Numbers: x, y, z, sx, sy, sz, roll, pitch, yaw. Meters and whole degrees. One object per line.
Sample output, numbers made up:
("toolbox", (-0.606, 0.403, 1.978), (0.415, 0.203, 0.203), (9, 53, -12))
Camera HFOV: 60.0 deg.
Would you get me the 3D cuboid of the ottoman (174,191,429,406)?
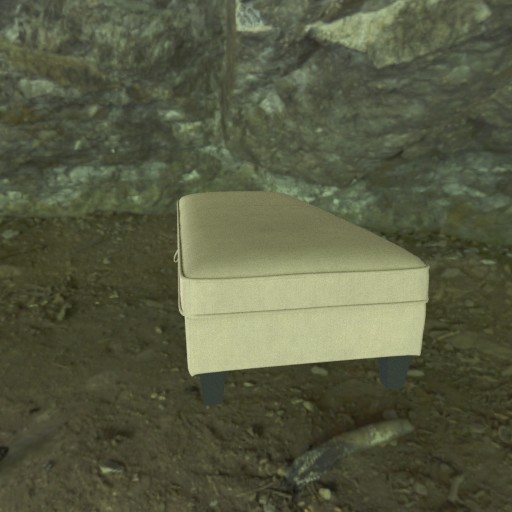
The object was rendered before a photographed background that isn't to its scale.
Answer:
("ottoman", (0.000, 0.000, 2.019), (0.735, 0.460, 1.726), (-2, 14, -10))
